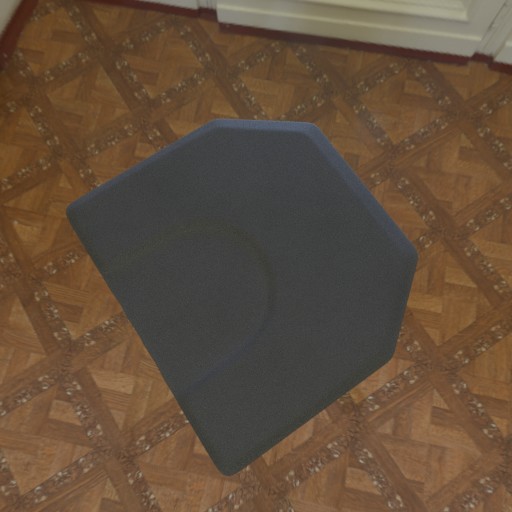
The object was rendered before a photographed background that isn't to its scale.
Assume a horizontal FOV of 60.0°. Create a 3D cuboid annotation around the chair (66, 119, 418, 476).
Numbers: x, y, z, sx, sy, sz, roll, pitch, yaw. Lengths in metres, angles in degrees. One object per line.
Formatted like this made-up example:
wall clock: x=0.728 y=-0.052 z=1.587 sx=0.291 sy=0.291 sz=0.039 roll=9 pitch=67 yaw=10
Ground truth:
chair: x=0.000 y=0.000 z=1.957 sx=1.219 sy=0.024 sz=1.372 roll=-33 pitch=77 yaw=-9
